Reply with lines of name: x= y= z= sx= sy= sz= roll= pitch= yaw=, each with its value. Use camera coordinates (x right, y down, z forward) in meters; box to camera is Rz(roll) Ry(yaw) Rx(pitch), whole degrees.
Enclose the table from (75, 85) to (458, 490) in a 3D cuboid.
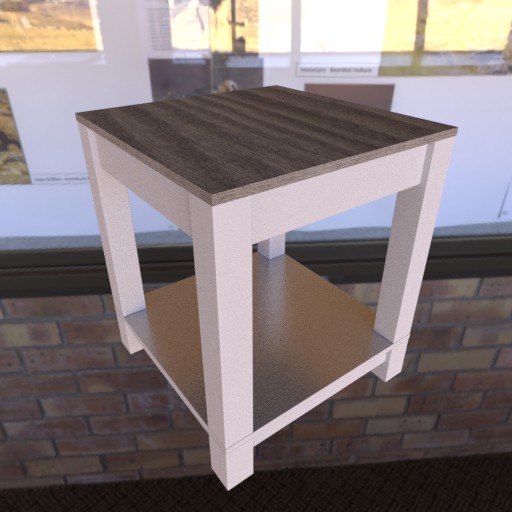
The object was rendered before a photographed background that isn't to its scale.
table: x=0.000 y=0.000 z=0.969 sx=0.504 sy=0.587 sz=0.506 roll=-21 pitch=37 yaw=-31
